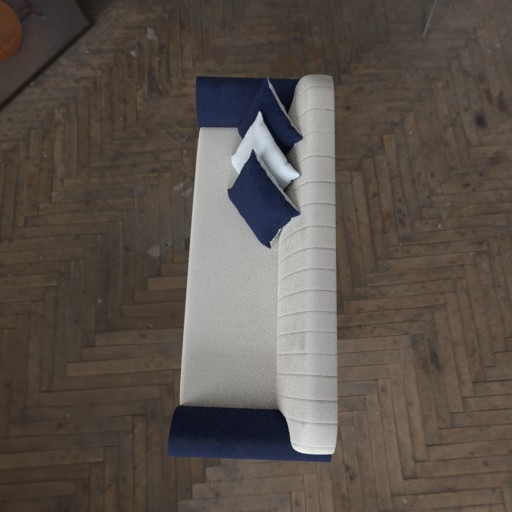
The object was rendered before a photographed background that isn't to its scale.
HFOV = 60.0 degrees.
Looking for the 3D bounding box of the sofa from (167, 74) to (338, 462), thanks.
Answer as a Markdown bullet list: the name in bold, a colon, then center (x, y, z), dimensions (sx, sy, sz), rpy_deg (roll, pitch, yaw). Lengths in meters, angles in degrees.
- **sofa**: center (0.000, 0.000, 2.429), dimensions (0.749, 0.789, 2.006), rpy_deg (2, 76, 0)
